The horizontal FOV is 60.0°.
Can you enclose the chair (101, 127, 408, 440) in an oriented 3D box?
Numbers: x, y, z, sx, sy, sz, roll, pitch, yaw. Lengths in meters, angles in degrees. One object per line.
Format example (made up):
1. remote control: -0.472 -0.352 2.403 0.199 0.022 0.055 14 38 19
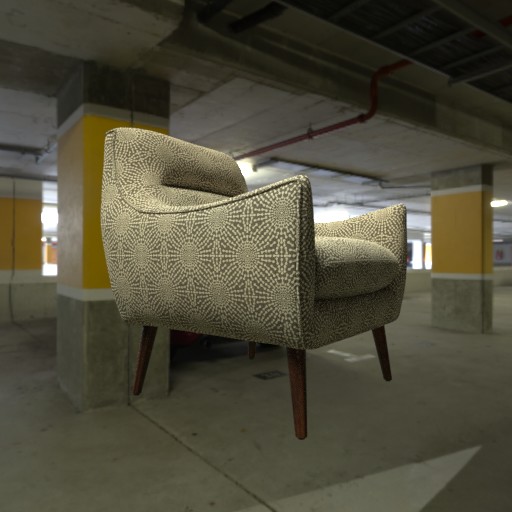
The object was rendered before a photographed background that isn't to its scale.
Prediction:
1. chair: 0.000 0.000 1.446 0.787 0.838 0.762 0 -1 35
